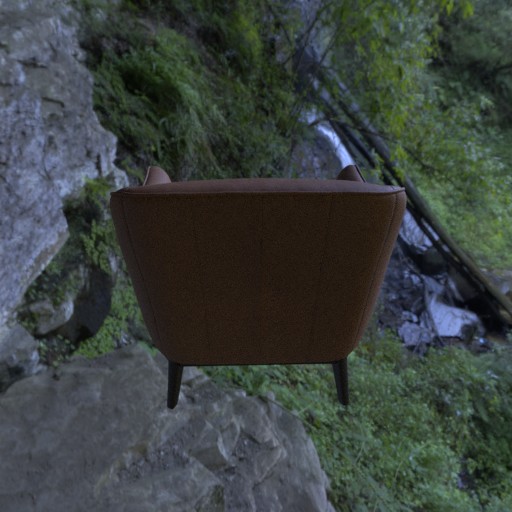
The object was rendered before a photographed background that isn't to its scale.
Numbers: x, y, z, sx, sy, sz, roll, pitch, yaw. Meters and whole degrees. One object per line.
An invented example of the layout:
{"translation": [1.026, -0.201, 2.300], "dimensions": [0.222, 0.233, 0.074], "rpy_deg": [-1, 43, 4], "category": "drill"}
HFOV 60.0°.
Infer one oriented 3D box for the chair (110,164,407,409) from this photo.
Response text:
{"translation": [0.000, 0.000, 1.570], "dimensions": [0.871, 0.830, 0.852], "rpy_deg": [-1, 30, -1], "category": "chair"}
